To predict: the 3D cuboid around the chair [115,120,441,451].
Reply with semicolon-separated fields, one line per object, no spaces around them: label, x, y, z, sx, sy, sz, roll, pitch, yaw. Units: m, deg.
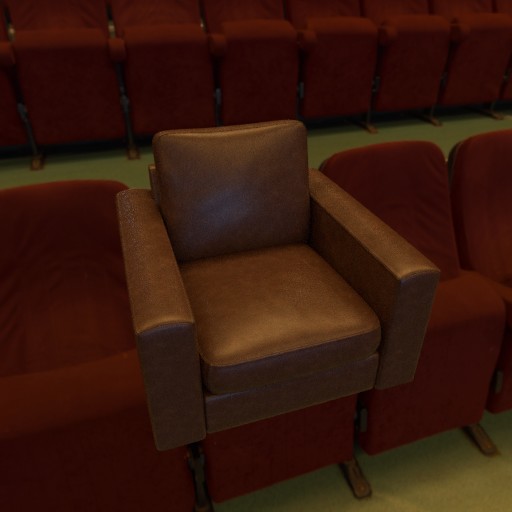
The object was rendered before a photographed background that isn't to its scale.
chair;0.000;0.000;1.771;1.005;0.873;1.016;-10;33;-15
